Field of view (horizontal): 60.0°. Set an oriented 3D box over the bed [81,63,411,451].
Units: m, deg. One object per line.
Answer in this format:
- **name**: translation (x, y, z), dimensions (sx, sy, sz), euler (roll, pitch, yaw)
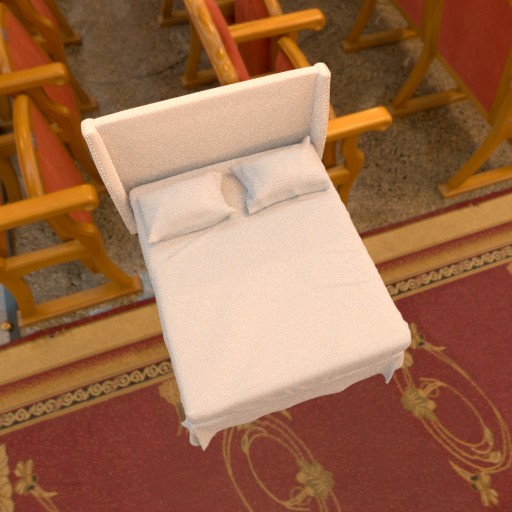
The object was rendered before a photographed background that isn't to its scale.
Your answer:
- **bed**: translation (0.000, 0.000, 3.409), dimensions (1.925, 1.332, 2.276), euler (-17, 64, -8)
